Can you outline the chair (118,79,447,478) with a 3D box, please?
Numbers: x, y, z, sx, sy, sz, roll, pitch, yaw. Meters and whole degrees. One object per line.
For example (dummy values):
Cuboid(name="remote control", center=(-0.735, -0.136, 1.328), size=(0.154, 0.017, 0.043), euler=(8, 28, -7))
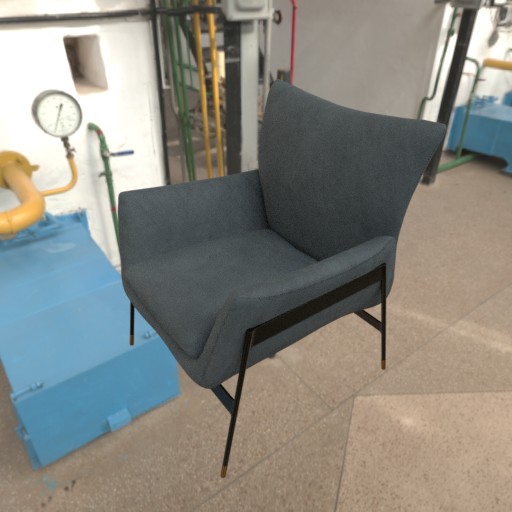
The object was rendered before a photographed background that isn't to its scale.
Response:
Cuboid(name="chair", center=(0.000, 0.000, 1.370), size=(0.709, 0.858, 0.678), euler=(-22, 39, -30))
